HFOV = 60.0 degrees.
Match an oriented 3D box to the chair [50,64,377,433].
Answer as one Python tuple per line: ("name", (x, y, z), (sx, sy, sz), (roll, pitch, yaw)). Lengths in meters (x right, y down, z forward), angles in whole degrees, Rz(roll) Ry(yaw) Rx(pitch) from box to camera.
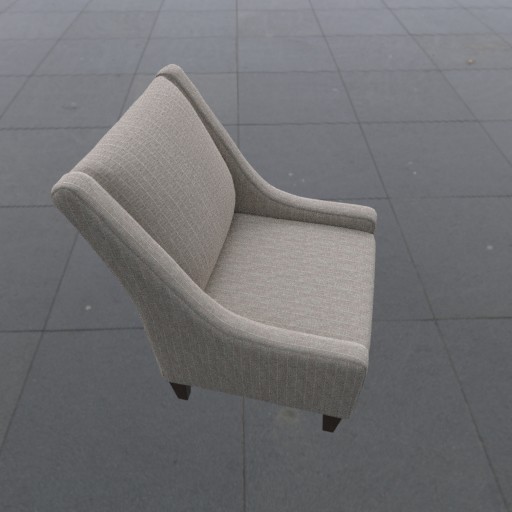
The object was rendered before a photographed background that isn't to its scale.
("chair", (0.000, 0.000, 1.591), (0.870, 1.014, 0.774), (9, 46, 9))
